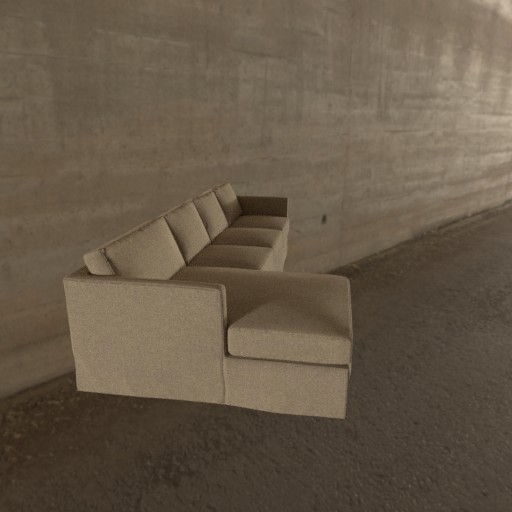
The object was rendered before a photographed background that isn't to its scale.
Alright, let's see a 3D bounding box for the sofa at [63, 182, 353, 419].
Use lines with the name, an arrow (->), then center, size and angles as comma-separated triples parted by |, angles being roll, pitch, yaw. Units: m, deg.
sofa -> 0.000, 0.000, 3.888 | 1.638, 0.920, 3.198 | 3, 17, 10
